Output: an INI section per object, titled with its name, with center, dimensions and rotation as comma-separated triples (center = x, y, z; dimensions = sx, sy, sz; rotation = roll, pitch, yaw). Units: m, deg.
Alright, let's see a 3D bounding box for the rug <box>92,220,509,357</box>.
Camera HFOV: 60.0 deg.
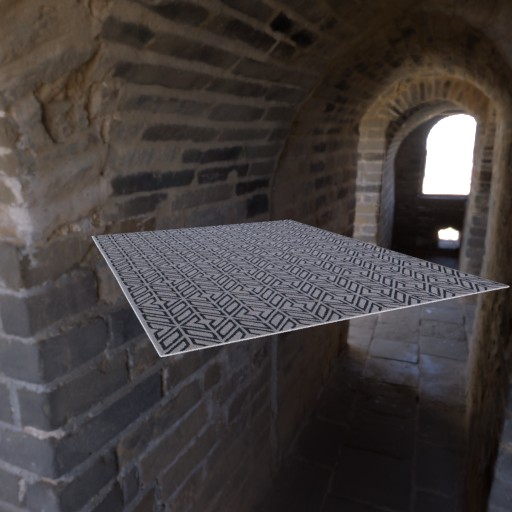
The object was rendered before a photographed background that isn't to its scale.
[rug]
center = 0.000, 0.000, 3.880
dimensions = 2.421, 0.008, 3.045
rotation = -7, 16, -25
